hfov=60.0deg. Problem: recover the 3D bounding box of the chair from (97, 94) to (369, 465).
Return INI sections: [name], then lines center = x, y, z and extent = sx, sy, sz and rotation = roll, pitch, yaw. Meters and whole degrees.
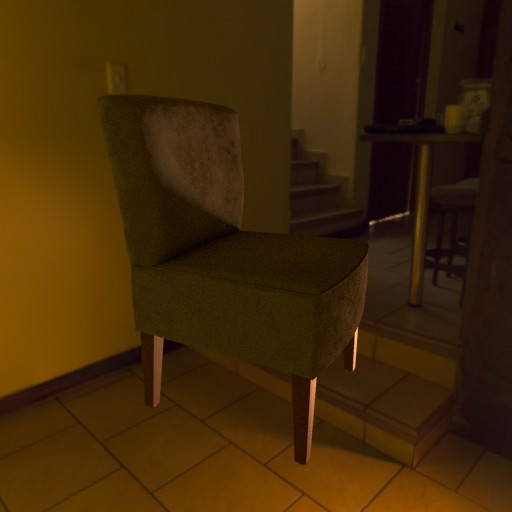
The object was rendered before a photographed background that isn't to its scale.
[chair]
center = 0.000, 0.000, 1.178
extent = 0.554, 0.806, 0.521
rotation = 7, 17, 24
